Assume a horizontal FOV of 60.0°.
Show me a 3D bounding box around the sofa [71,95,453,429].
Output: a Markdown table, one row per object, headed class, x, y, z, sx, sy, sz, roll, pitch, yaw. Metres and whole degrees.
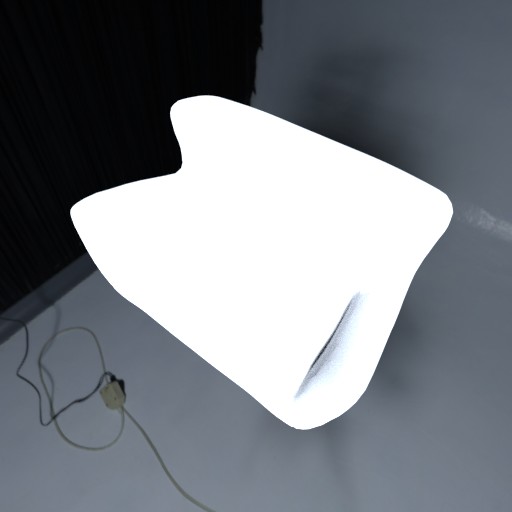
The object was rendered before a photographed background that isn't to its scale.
| class | x | y | z | sx | sy | sz | roll | pitch | yaw |
| --- | --- | --- | --- | --- | --- | --- | --- | --- | --- |
| sofa | 0.000 | 0.000 | 1.985 | 1.424 | 0.878 | 0.921 | 31 | 54 | 26 |
